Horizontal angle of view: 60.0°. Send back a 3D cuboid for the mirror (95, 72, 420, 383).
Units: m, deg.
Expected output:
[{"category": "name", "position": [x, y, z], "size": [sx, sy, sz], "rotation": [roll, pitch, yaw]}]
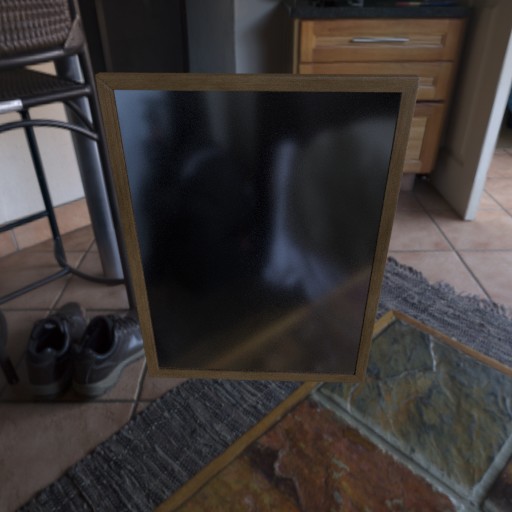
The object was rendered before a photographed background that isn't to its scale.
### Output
[{"category": "mirror", "position": [0.000, 0.000, 1.322], "size": [0.762, 1.016, 0.040], "rotation": [1, 32, 2]}]
